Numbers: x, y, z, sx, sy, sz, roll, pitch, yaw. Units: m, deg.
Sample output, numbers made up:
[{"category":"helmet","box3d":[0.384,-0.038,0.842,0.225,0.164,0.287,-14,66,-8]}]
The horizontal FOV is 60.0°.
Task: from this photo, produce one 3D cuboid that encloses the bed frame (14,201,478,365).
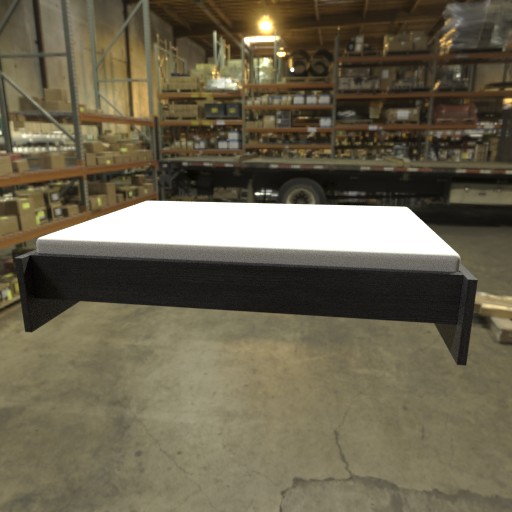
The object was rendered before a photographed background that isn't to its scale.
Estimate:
[{"category":"bed frame","box3d":[0.000,0.000,2.579,1.950,0.432,1.490,2,15,9]}]
